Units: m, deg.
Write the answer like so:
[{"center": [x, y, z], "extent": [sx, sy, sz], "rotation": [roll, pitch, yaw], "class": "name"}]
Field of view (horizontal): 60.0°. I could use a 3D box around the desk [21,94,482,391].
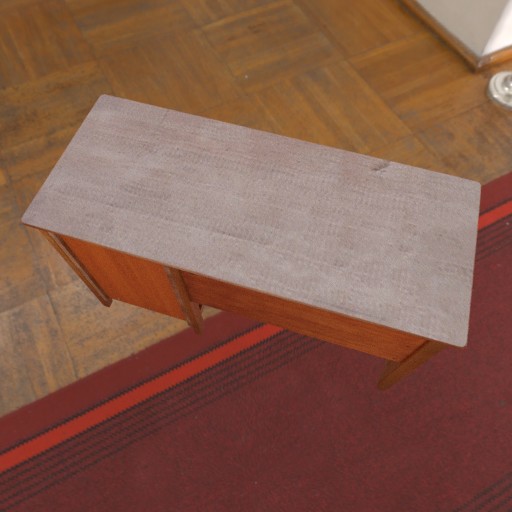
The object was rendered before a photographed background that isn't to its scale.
[{"center": [0.000, 0.000, 1.733], "extent": [1.353, 0.756, 0.574], "rotation": [15, 64, 8], "class": "desk"}]
